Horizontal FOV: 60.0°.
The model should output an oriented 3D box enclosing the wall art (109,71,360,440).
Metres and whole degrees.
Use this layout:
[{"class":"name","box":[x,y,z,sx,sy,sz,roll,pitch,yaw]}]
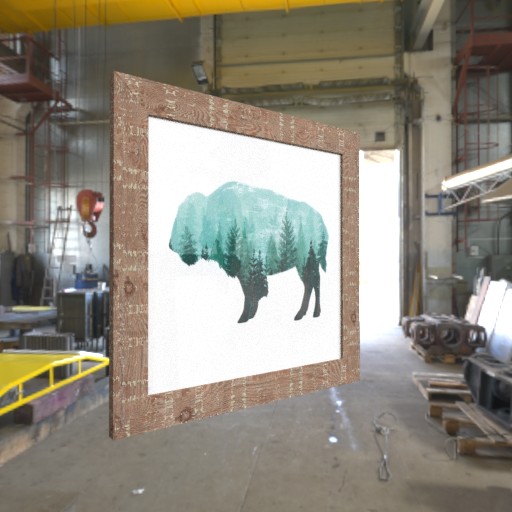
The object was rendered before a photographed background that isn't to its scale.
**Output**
[{"class":"wall art","box":[0.000,0.000,0.577,0.380,0.380,0.022,0,-1,-36]}]
